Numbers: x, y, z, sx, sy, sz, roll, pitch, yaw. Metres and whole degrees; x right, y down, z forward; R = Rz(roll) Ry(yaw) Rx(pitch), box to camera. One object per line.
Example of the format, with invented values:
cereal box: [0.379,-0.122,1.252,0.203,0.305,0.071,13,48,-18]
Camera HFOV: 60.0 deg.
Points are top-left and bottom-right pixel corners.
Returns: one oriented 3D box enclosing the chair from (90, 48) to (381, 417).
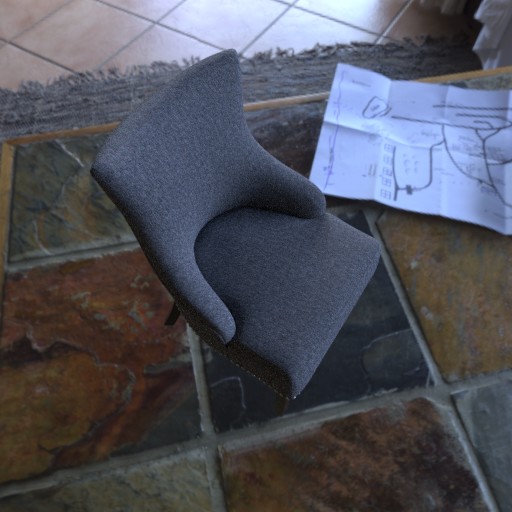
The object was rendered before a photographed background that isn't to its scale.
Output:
chair: [0.000,0.000,1.322,0.629,0.909,0.566,29,62,17]
